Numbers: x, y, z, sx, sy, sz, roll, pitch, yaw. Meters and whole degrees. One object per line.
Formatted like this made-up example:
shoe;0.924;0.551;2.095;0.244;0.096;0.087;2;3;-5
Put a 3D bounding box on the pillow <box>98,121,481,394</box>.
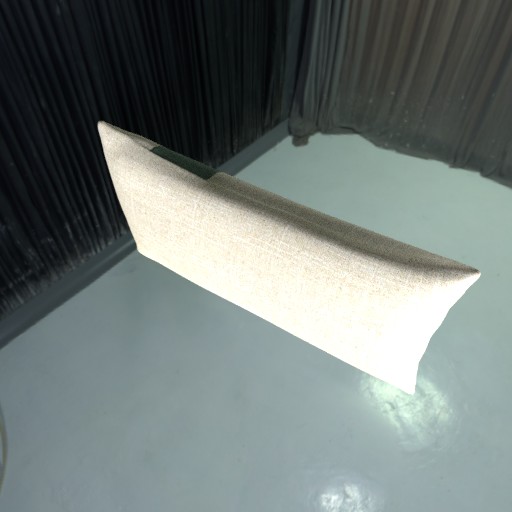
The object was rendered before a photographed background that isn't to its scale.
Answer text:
pillow;0.000;0.000;1.020;0.859;0.429;0.197;25;52;22
